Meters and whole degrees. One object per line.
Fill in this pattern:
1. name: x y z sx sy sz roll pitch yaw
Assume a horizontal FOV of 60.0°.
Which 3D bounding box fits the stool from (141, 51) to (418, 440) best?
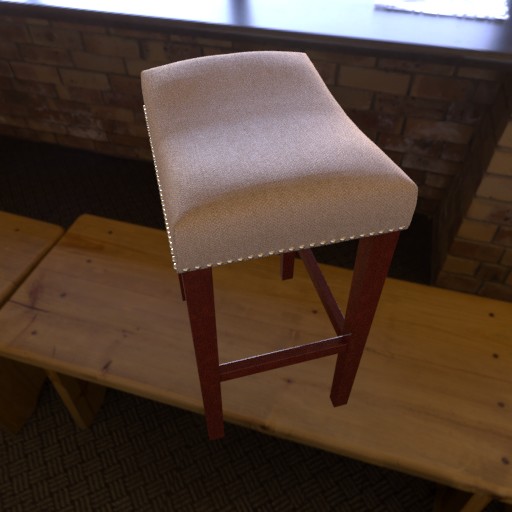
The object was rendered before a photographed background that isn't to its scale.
1. stool: 0.000 0.000 1.017 0.372 0.742 0.504 -11 47 -10
